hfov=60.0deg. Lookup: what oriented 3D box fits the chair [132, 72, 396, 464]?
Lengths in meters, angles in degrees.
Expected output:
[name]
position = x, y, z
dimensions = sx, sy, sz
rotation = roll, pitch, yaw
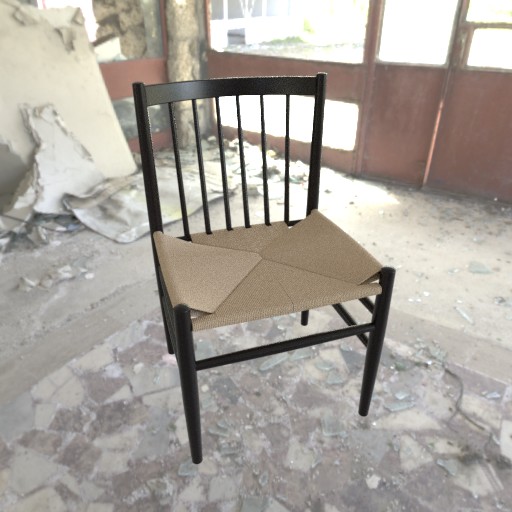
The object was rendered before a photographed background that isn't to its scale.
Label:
[chair]
position = 0.000, 0.000, 1.141
dimensions = 0.495, 0.818, 0.516
rotation = -9, 32, -15
